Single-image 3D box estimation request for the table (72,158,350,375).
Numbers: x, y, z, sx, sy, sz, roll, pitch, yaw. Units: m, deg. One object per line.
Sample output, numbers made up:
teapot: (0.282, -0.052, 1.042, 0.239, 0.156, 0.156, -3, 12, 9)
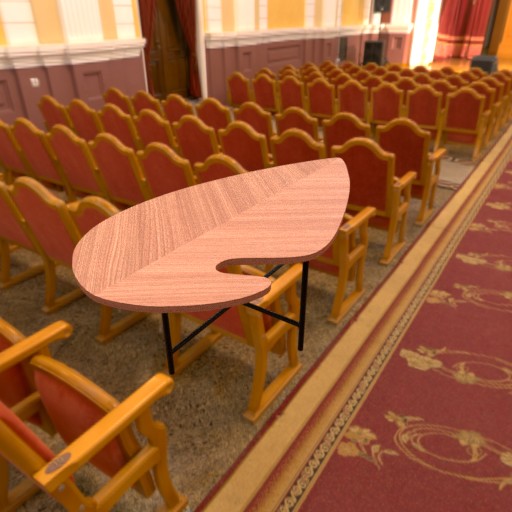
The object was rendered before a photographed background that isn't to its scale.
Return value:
table: (0.000, 0.000, 1.443, 0.598, 0.360, 1.199, 18, 34, 29)
